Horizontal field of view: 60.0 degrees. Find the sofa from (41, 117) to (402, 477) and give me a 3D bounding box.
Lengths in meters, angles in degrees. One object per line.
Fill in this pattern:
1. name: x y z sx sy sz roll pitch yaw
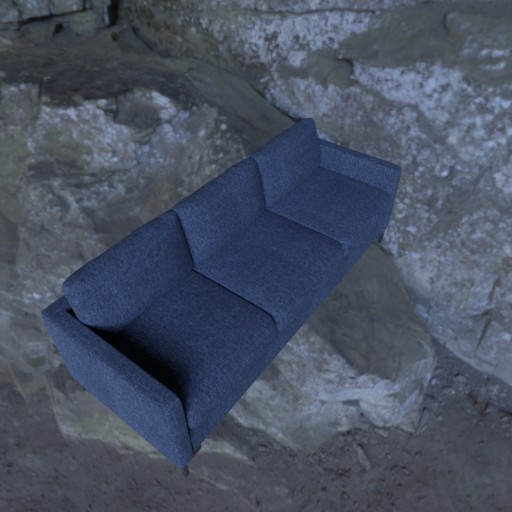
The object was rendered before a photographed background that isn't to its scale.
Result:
1. sofa: 0.000 0.000 2.656 0.859 0.874 2.218 27 49 26
